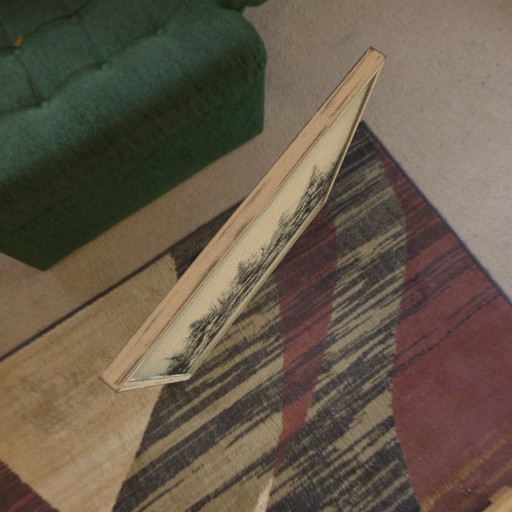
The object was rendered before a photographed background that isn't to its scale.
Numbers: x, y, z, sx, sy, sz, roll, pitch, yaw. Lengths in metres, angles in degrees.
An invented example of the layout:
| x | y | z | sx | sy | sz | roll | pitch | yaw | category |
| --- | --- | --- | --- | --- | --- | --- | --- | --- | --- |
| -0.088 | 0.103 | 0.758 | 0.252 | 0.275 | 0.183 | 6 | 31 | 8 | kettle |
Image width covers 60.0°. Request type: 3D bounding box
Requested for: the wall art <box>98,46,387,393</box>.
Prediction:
| x | y | z | sx | sy | sz | roll | pitch | yaw | category |
| --- | --- | --- | --- | --- | --- | --- | --- | --- | --- |
| 0.000 | 0.000 | 1.129 | 0.037 | 0.761 | 0.761 | 37 | 79 | 9 | wall art |
